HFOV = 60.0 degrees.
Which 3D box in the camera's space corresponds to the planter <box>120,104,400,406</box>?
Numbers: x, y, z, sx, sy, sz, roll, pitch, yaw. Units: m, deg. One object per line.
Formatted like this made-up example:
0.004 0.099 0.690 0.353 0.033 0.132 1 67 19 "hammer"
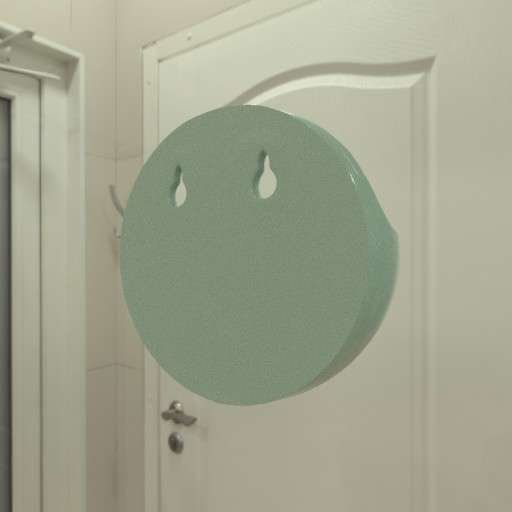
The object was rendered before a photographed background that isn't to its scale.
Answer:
0.000 0.000 0.274 0.189 0.164 0.073 0 0 37 "planter"
